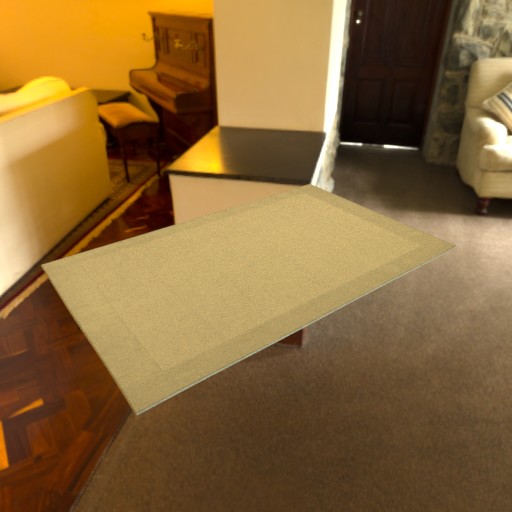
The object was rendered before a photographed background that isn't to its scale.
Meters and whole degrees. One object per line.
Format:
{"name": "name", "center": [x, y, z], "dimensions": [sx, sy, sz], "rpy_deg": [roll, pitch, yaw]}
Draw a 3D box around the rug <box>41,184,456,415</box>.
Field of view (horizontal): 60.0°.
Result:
{"name": "rug", "center": [0.000, 0.000, 3.051], "dimensions": [2.438, 0.014, 1.524], "rpy_deg": [-21, 36, -31]}
